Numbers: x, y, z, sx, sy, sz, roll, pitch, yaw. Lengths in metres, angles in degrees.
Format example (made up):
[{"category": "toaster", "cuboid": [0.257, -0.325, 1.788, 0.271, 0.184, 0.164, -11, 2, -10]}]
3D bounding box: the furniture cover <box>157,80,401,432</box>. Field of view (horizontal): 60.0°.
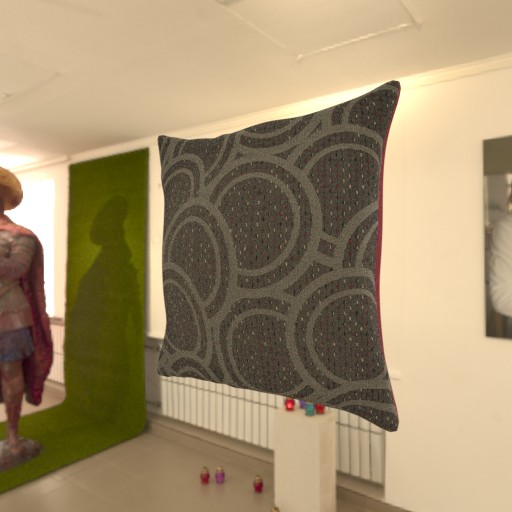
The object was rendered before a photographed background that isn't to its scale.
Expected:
[{"category": "furniture cover", "cuboid": [0.000, 0.000, 0.794, 0.514, 0.513, 0.163, 0, 1, 36]}]
